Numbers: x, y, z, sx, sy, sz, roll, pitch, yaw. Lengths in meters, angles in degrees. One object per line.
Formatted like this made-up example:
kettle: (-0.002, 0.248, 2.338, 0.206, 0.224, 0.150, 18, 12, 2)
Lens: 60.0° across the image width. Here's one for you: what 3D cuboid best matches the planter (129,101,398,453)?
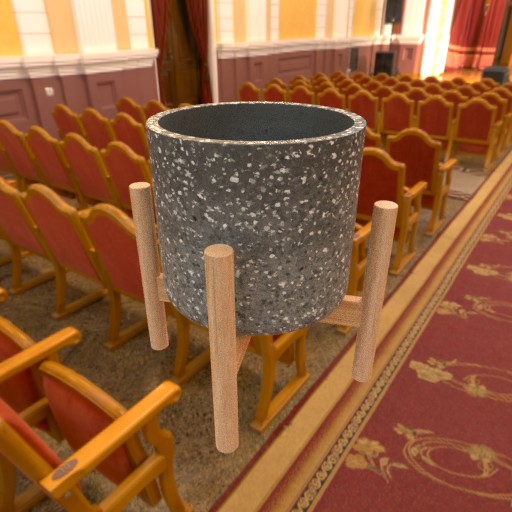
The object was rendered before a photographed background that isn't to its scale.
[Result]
planter: (0.000, 0.000, 0.531, 0.284, 0.320, 0.284, 18, 33, 31)
